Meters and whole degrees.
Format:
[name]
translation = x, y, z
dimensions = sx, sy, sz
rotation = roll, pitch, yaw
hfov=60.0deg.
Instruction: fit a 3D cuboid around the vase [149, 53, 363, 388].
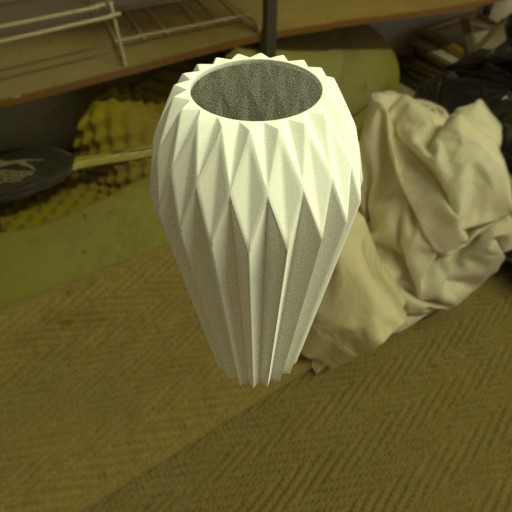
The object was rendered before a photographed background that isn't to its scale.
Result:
[vase]
translation = 0.000, 0.000, 0.331
dimensions = 0.133, 0.263, 0.133
rotation = 0, 47, 0
